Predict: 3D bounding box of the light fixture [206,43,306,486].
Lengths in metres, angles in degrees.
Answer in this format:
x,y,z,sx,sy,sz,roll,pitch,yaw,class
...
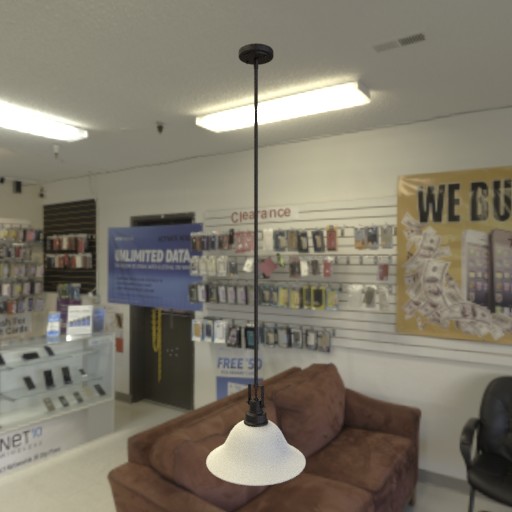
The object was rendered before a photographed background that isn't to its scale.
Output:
x,y,z,sx,sy,sz,roll,pitch,yaw,class
0.000,0.000,1.450,0.324,1.337,0.324,0,0,36,light fixture
